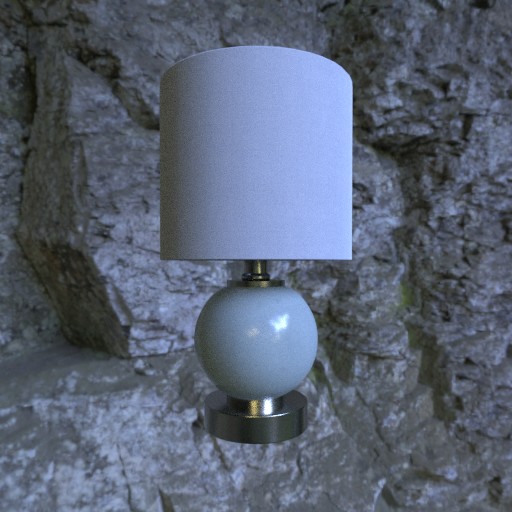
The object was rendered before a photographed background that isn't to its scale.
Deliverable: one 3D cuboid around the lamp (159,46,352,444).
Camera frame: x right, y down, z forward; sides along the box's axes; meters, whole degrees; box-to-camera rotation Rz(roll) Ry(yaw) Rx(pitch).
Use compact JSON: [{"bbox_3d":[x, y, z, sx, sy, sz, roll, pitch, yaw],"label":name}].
[{"bbox_3d":[0.000,0.000,0.470,0.201,0.353,0.201,0,-1,-20],"label":"lamp"}]
